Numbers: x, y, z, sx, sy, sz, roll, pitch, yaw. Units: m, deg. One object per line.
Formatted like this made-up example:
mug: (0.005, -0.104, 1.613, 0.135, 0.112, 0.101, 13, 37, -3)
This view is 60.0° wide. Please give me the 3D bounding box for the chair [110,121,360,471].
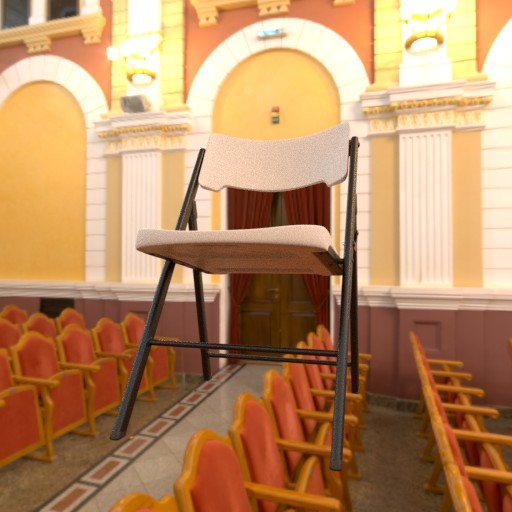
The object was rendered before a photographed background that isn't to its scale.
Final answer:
chair: (0.000, 0.000, 1.103, 0.482, 0.765, 0.577, 0, 0, 17)
